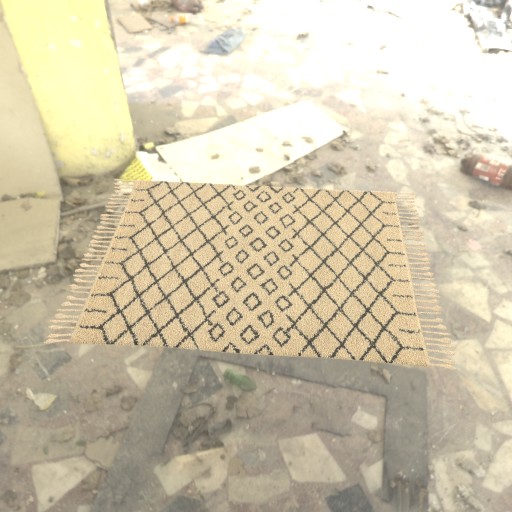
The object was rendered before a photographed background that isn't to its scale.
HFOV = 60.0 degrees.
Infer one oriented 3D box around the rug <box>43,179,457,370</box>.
[{"bbox_3d":[0.000,0.000,3.272,2.615,0.029,1.664,3,48,3],"label":"rug"}]
